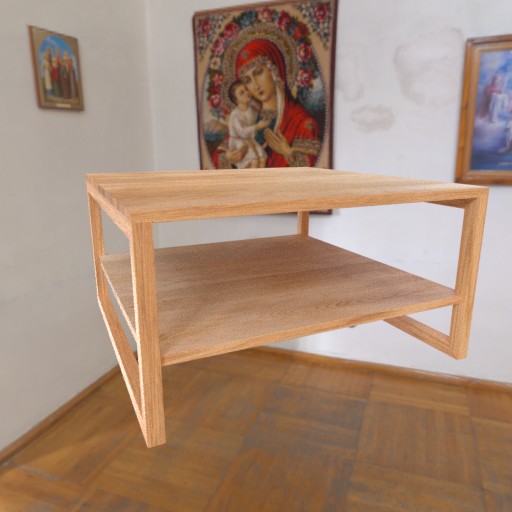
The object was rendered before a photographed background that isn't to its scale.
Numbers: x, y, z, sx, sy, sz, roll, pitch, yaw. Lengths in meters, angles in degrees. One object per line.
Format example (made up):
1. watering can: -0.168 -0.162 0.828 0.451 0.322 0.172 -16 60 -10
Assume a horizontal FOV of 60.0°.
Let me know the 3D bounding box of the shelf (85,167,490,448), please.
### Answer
1. shelf: 0.000 0.000 1.403 0.899 0.480 0.899 -7 16 -24
